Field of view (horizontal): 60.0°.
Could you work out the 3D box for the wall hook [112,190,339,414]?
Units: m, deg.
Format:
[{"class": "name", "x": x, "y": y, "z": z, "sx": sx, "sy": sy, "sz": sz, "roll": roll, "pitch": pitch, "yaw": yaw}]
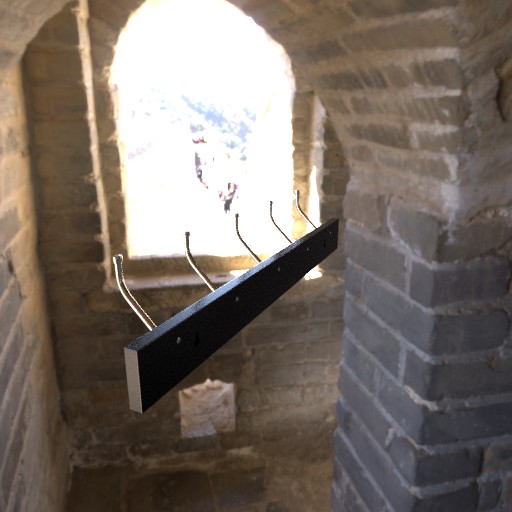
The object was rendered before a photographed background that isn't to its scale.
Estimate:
[{"class": "wall hook", "x": 0.000, "y": 0.000, "z": 0.618, "sx": 0.071, "sy": 0.117, "sz": 0.571, "roll": 8, "pitch": 19, "yaw": 25}]
